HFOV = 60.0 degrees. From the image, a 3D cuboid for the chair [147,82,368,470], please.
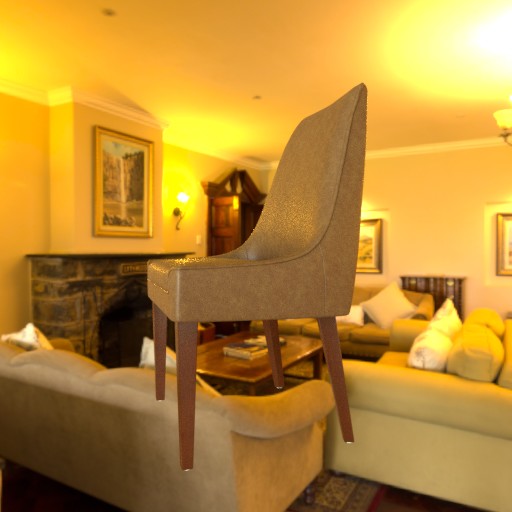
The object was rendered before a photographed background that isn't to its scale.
[{"bbox_3d":[0.000,0.000,1.182,0.544,0.861,0.529,0,1,-19],"label":"chair"}]
